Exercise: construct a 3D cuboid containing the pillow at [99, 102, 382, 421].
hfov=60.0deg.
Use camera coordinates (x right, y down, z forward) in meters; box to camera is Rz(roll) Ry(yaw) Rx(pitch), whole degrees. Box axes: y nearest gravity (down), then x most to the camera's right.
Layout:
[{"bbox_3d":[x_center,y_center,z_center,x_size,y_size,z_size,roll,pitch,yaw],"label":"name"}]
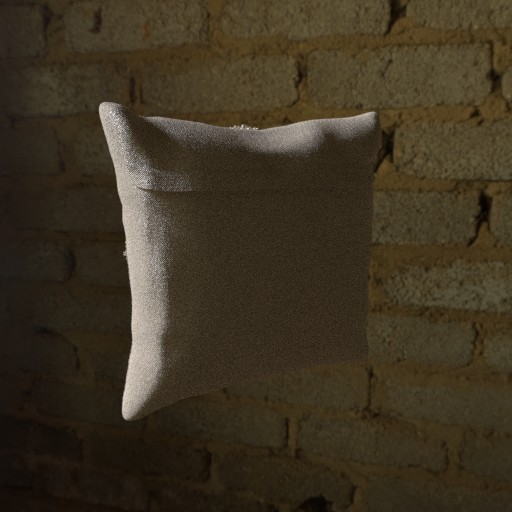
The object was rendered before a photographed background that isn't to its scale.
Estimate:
[{"bbox_3d":[0.000,0.000,0.767,0.484,0.490,0.234,-6,15,-25],"label":"pillow"}]
